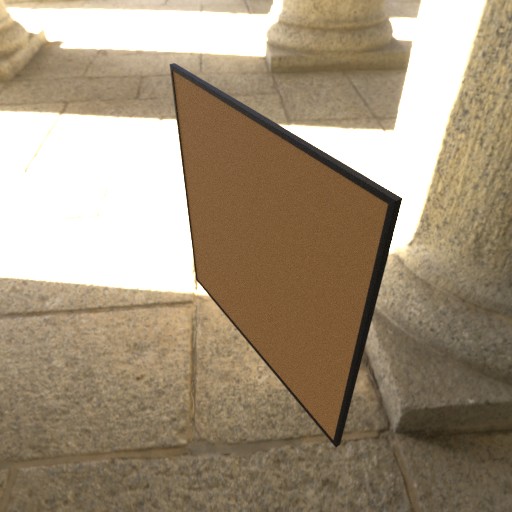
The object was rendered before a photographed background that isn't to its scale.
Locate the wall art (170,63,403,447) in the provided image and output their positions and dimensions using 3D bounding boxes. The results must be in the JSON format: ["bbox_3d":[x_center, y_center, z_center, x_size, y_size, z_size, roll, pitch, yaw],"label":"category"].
[{"bbox_3d":[0.000,0.000,0.998,0.015,0.663,0.664,-24,46,-25],"label":"wall art"}]
